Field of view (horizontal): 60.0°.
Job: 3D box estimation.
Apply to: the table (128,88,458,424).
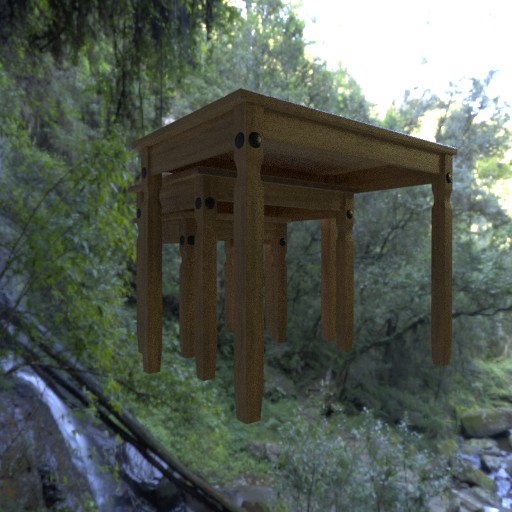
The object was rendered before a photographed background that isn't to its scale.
[{"bbox_3d":[0.000,0.000,1.200,0.660,0.535,0.773,0,1,-38],"label":"table"}]
